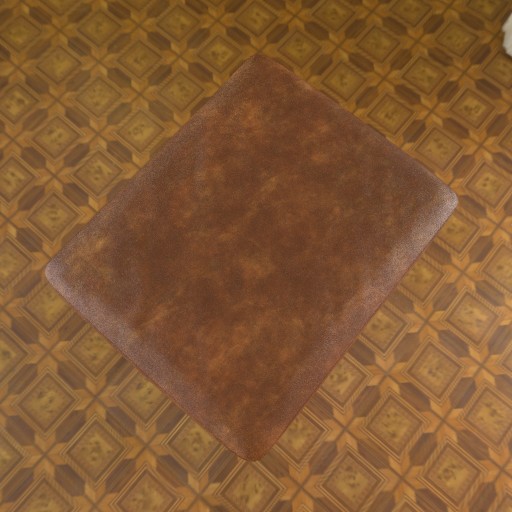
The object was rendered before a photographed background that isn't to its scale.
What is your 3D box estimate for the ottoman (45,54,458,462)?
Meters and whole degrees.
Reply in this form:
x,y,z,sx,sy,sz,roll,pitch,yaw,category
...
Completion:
x,y,z,sx,sy,sz,roll,pitch,yaw,category
0.000,0.000,1.112,0.603,0.476,0.751,39,79,9,ottoman
